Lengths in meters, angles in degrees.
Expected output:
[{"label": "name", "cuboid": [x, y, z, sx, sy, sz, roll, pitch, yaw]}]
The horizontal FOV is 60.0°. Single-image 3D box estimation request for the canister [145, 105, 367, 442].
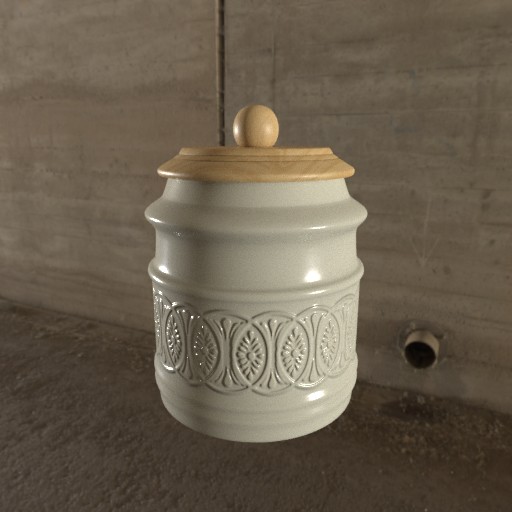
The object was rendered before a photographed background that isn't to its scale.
[{"label": "canister", "cuboid": [0.000, 0.000, 0.273, 0.130, 0.176, 0.130, 0, 15, 0]}]
